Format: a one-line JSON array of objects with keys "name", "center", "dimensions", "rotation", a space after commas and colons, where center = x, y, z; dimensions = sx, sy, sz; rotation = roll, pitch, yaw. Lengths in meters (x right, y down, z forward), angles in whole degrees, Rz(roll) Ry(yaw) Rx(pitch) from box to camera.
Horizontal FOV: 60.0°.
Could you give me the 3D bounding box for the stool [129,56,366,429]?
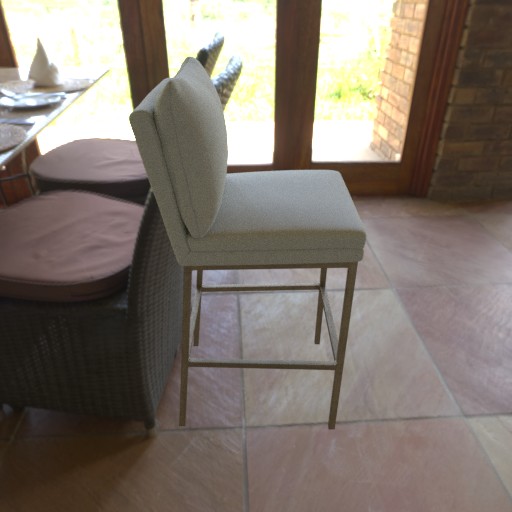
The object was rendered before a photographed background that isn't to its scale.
[{"name": "stool", "center": [0.000, 0.000, 1.413], "dimensions": [0.572, 1.125, 0.463], "rotation": [0, 31, 0]}]
